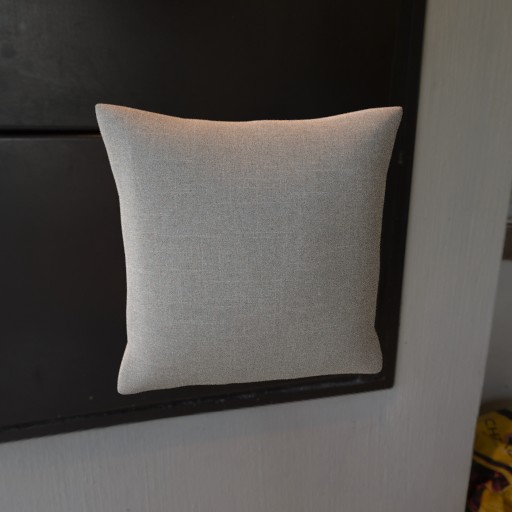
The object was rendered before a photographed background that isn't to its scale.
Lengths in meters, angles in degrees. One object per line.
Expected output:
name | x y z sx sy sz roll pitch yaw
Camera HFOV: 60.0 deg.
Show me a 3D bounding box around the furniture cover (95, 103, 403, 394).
furniture cover | 0.000 0.000 0.785 0.512 0.506 0.178 -2 15 -9
